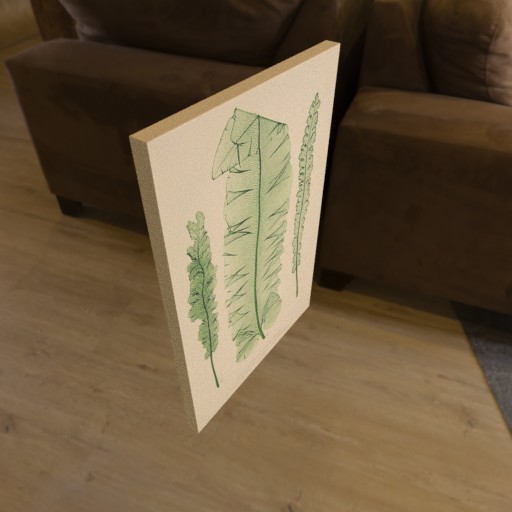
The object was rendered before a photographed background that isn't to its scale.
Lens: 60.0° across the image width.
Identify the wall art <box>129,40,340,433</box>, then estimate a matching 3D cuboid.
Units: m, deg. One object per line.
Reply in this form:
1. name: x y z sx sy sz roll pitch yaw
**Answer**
1. wall art: 0.000 0.000 1.166 0.038 0.914 0.610 26 48 26
